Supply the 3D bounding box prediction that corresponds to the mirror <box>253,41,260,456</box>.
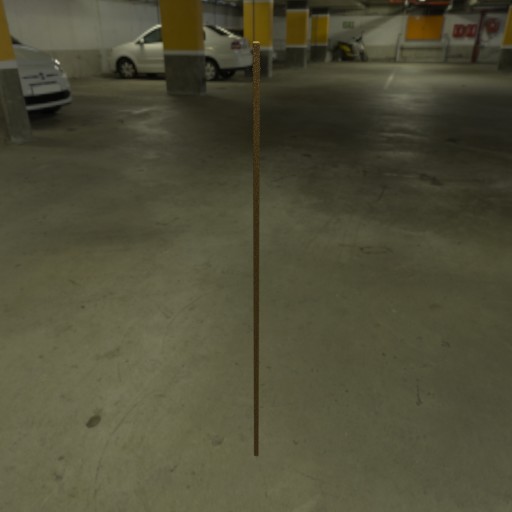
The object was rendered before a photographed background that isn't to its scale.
[{"bbox_3d":[0.000,0.000,2.336,0.025,2.031,0.812,0,26,0],"label":"mirror"}]
